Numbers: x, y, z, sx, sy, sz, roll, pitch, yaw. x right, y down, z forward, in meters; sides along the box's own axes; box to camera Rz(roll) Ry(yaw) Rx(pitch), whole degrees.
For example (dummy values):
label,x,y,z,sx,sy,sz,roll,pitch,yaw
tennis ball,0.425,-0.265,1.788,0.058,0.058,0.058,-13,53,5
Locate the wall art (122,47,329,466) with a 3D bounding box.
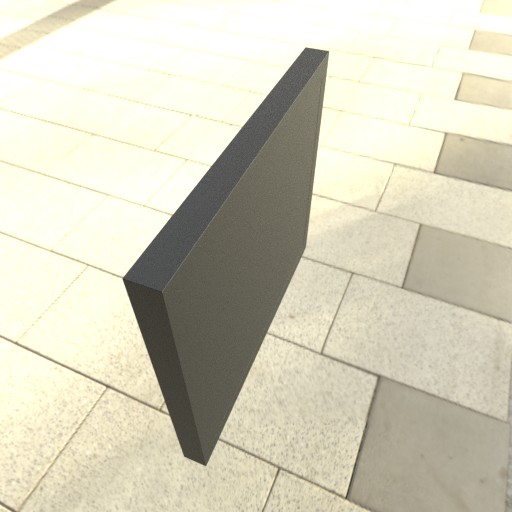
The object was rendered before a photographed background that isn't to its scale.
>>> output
label,x,y,z,sx,sy,sz,roll,pitch,yaw
wall art,0.000,0.000,0.519,0.029,0.330,0.381,17,50,15
